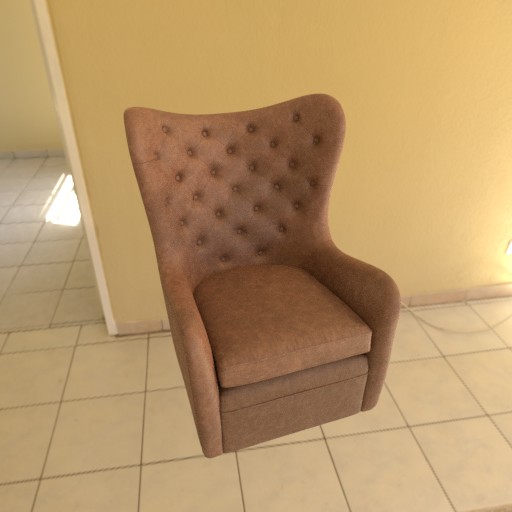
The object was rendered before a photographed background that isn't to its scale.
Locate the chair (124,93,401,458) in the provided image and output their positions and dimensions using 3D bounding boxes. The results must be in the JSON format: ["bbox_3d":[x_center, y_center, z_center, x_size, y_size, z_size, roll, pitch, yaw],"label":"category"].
[{"bbox_3d":[0.000,0.000,1.744,0.831,1.079,0.930,-10,32,-16],"label":"chair"}]
